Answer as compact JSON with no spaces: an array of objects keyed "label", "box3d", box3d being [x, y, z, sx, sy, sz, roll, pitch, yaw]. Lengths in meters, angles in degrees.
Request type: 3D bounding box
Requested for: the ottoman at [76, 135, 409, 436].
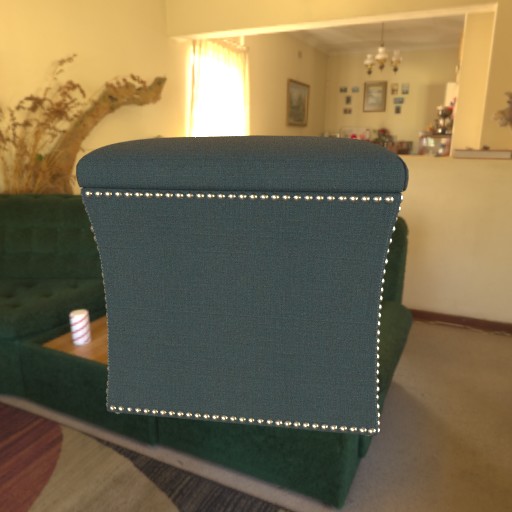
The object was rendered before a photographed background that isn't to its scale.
[{"label":"ottoman","box3d":[0.000,0.000,0.904,0.497,0.475,0.507,2,15,8]}]
